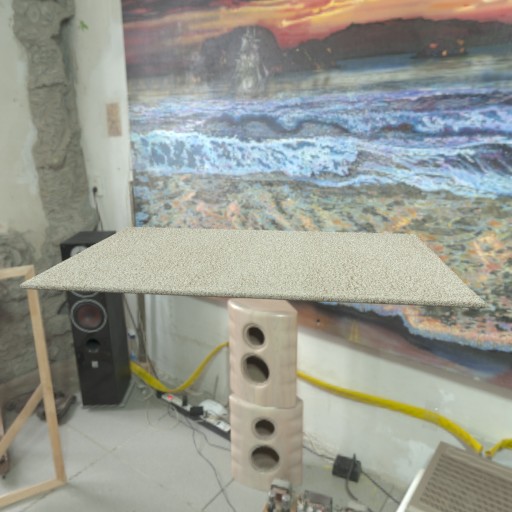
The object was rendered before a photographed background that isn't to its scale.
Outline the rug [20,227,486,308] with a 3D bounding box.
[{"bbox_3d":[0.000,0.000,3.015,2.438,0.030,1.524,2,16,6],"label":"rug"}]
